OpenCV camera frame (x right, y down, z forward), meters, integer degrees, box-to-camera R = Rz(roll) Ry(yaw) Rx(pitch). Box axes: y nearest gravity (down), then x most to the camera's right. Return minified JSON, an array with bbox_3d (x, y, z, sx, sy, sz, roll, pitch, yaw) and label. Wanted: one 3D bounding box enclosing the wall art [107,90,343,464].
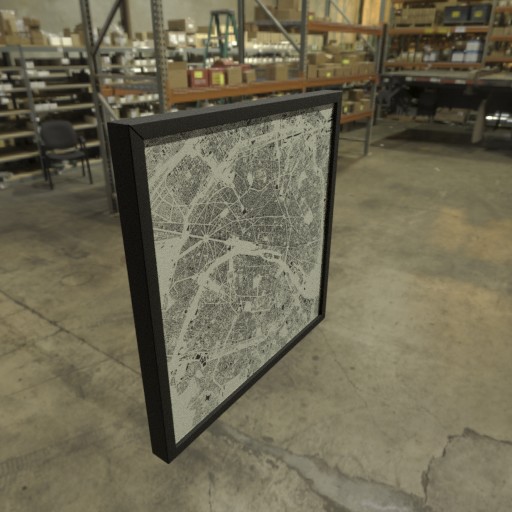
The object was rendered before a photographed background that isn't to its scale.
[{"bbox_3d":[0.000,0.000,0.770,0.037,0.508,0.508,17,30,32],"label":"wall art"}]
